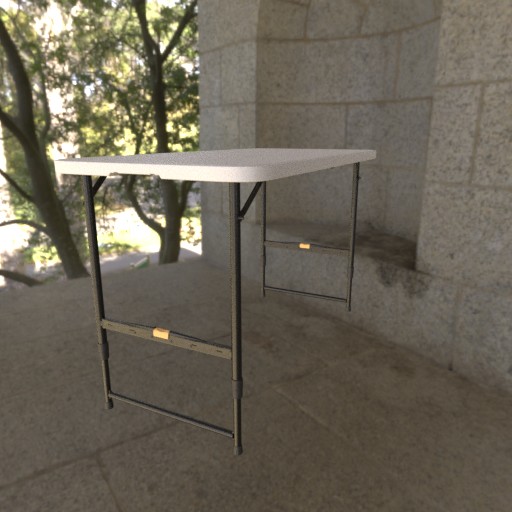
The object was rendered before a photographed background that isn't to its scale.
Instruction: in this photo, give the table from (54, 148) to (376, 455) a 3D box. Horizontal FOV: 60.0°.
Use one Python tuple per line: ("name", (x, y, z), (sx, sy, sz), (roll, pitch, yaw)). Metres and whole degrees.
("table", (0.000, 0.000, 1.630), (0.611, 0.737, 1.245), (7, 17, 25))
